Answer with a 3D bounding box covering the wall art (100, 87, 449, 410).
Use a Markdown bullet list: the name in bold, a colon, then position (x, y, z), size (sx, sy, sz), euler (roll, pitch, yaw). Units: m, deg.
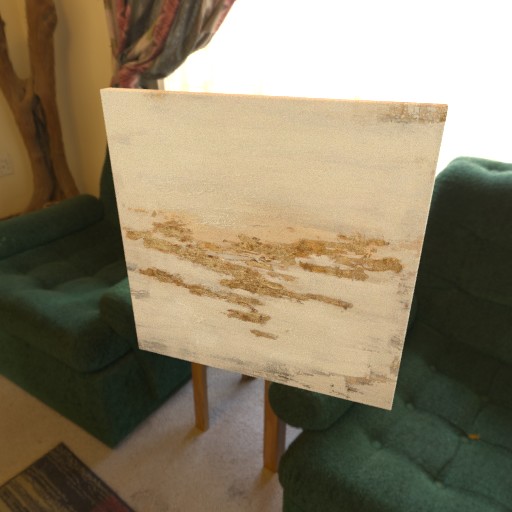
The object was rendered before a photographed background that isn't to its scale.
- **wall art**: position (0.000, 0.000, 1.101), size (0.753, 0.755, 0.038), euler (9, 29, 17)
